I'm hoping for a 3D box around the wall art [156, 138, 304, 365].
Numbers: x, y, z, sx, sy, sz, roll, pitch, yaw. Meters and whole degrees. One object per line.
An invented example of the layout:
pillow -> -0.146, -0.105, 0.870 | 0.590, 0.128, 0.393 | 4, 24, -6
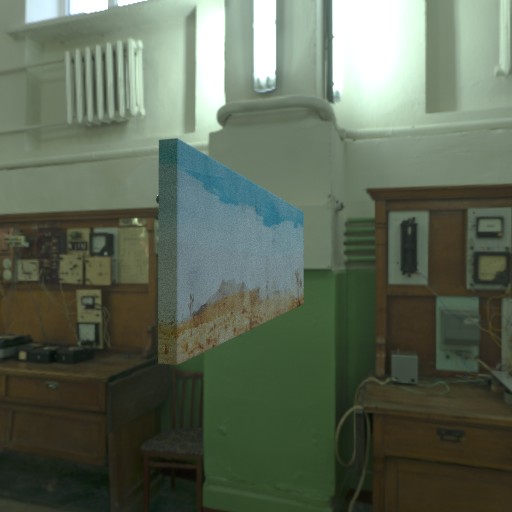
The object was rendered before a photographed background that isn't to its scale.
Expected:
wall art -> 0.000, 0.000, 0.860 | 0.044, 0.254, 0.759 | 0, -1, 17
